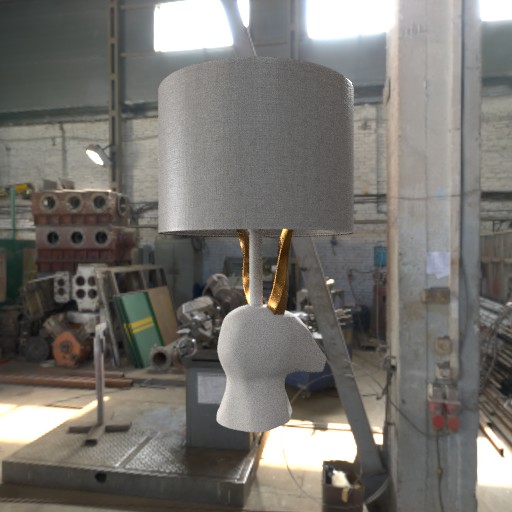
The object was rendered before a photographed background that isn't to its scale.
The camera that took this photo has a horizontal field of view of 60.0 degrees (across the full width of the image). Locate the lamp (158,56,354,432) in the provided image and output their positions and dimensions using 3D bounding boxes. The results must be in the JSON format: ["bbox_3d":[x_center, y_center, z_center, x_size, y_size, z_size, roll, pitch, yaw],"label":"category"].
[{"bbox_3d":[0.000,0.000,0.694,0.298,0.503,0.298,0,1,-34],"label":"lamp"}]
